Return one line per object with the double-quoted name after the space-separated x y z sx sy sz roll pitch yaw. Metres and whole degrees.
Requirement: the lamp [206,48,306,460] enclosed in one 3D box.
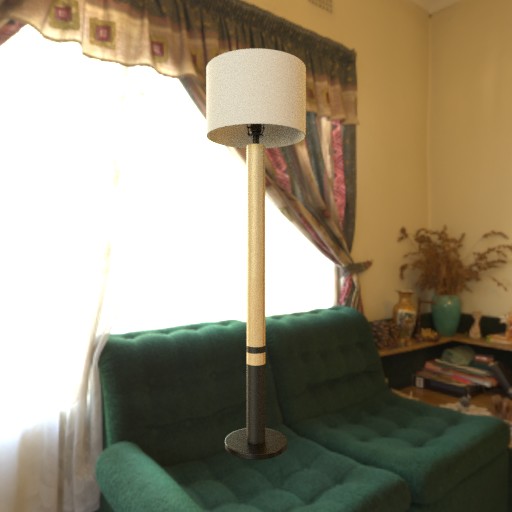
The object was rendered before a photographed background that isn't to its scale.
0.000 0.000 1.720 0.381 1.478 0.381 1 1 35 "lamp"
